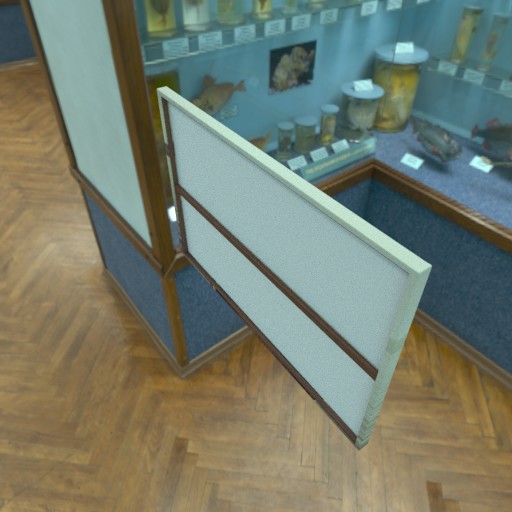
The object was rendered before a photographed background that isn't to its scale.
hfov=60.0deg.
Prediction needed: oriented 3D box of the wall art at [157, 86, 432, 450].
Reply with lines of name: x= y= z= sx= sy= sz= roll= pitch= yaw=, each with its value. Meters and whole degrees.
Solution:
wall art: x=0.000 y=0.000 z=1.473 sx=0.040 sy=0.765 sz=1.149 roll=-25 pitch=48 yaw=-26
